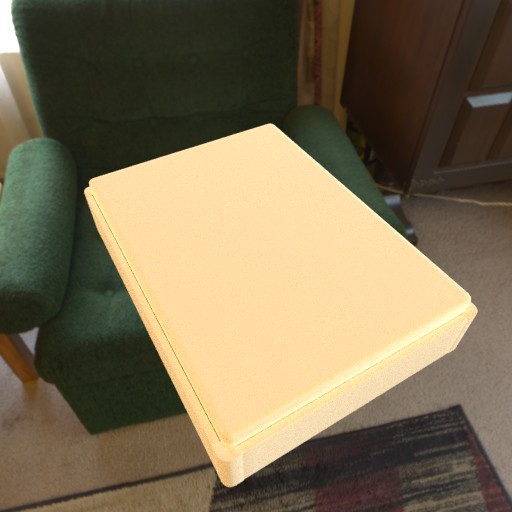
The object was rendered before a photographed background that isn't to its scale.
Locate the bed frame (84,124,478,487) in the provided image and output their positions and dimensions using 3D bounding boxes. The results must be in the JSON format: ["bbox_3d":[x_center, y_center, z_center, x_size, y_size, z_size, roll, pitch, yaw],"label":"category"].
[{"bbox_3d":[0.000,0.000,2.529,1.400,0.406,1.900,-23,51,-20],"label":"bed frame"}]
